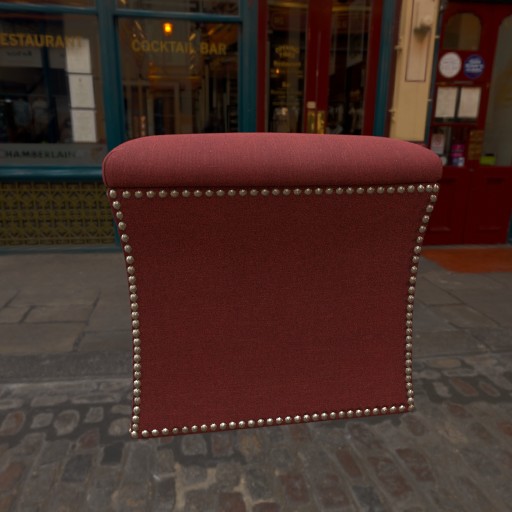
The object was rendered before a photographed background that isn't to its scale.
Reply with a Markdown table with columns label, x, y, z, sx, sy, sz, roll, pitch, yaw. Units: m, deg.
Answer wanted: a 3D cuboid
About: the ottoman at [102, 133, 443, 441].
| label | x | y | z | sx | sy | sz | roll | pitch | yaw |
| --- | --- | --- | --- | --- | --- | --- | --- | --- | --- |
| ottoman | 0.000 | 0.000 | 0.890 | 0.507 | 0.475 | 0.497 | -2 | 14 | -9 |
